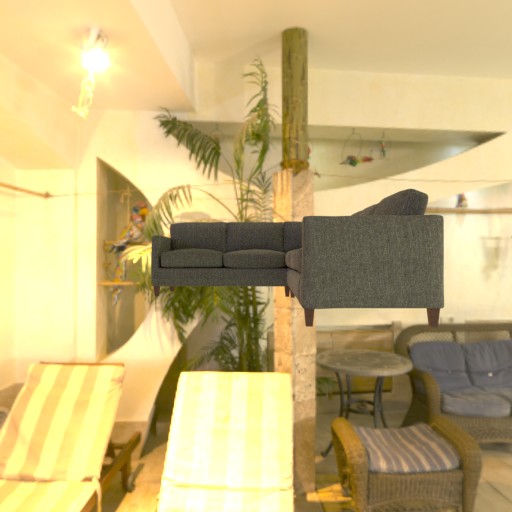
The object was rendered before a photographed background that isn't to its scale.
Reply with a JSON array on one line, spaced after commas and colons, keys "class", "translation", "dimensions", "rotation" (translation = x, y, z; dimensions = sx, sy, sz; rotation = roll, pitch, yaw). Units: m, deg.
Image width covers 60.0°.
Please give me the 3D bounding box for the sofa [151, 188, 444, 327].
[{"class": "sofa", "translation": [0.000, 0.000, 4.489], "dimensions": [2.593, 0.947, 3.302], "rotation": [0, 0, 2]}]
